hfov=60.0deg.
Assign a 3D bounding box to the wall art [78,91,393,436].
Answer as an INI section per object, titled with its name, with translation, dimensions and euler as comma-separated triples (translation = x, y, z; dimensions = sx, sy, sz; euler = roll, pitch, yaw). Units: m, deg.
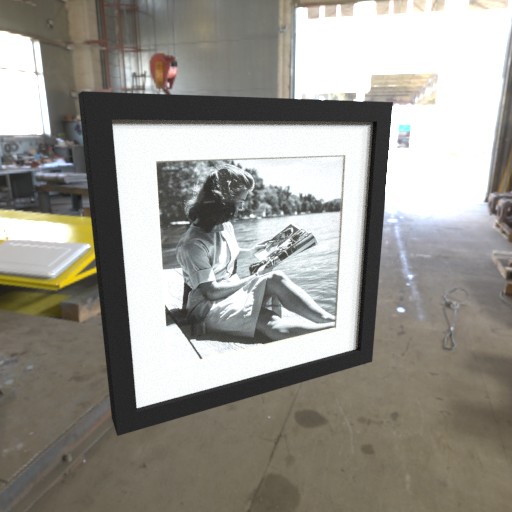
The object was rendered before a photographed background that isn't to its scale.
[wall art]
translation = 0.000, 0.000, 0.455
dimensions = 0.308, 0.305, 0.030
euler = -8, 18, -26
